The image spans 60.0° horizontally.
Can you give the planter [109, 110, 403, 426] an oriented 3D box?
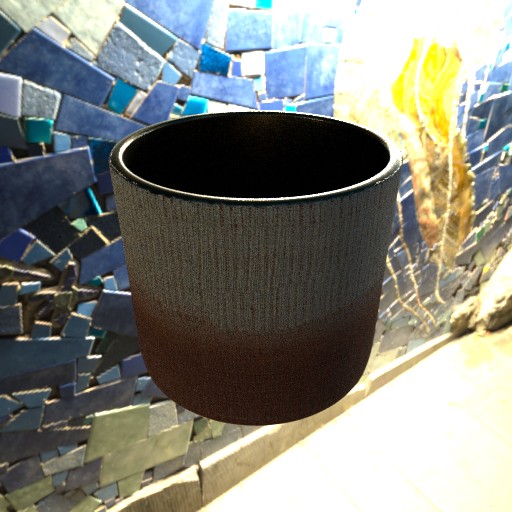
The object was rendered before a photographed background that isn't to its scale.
[{"bbox_3d":[0.000,0.000,0.390,0.221,0.201,0.221,0,32,0],"label":"planter"}]
